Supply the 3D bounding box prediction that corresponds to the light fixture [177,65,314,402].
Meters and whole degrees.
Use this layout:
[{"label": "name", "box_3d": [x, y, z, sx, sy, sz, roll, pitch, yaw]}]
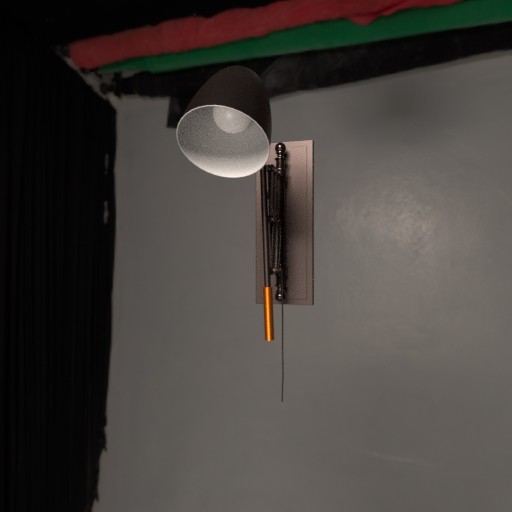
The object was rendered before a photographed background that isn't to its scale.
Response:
[{"label": "light fixture", "box_3d": [0.000, 0.000, 0.930, 0.162, 0.715, 0.499, 0, 0, 18]}]
